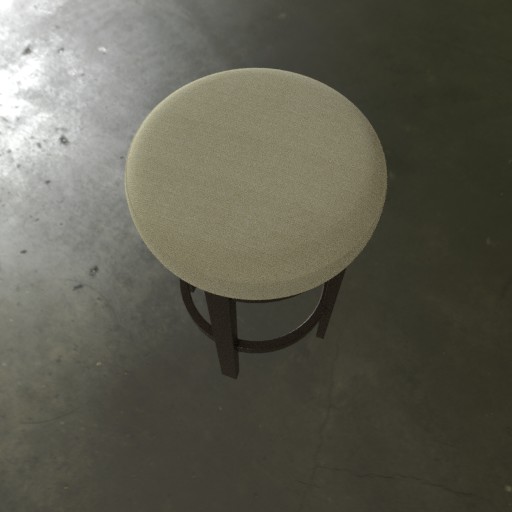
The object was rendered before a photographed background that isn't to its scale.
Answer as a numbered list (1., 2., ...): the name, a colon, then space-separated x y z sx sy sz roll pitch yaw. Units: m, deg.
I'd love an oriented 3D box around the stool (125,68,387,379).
1. stool: 0.000 0.000 1.029 0.446 0.758 0.446 0 65 0
